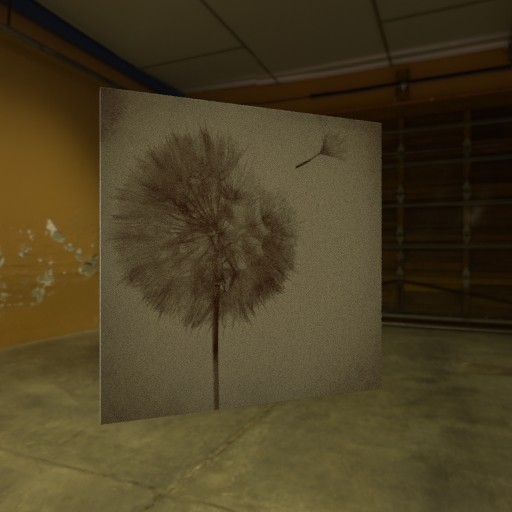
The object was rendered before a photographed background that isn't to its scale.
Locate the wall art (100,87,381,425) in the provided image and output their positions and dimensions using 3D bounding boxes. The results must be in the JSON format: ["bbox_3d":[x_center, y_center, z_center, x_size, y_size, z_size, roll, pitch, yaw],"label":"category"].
[{"bbox_3d":[0.000,0.000,1.148,0.762,0.762,0.027,0,0,-21],"label":"wall art"}]
